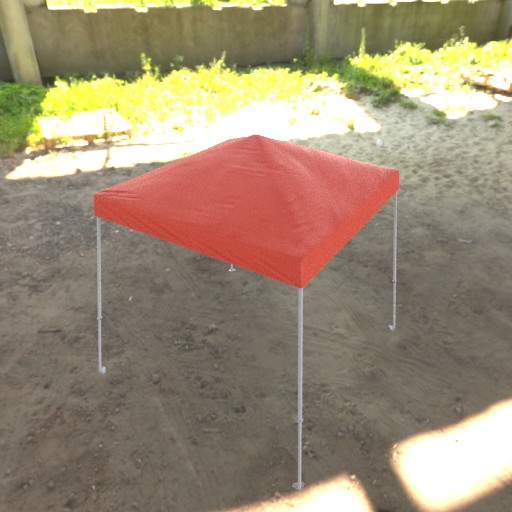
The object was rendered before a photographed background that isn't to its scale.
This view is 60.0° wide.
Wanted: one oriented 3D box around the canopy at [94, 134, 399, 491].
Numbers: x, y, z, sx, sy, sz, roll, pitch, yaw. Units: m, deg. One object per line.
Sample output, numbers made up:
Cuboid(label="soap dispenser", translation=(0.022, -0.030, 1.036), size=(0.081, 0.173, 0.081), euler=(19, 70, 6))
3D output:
Cuboid(label="canopy", translation=(0.000, 0.000, 5.171), size=(2.850, 2.850, 2.849), euler=(18, 35, 28))
